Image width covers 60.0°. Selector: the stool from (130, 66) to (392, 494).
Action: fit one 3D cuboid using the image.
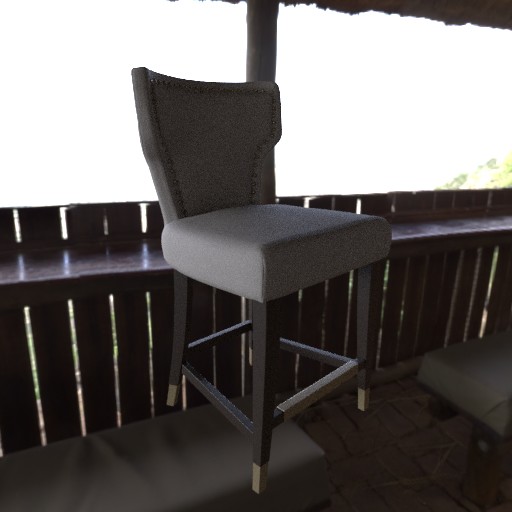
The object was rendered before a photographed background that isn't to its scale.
[{"bbox_3d":[0.000,0.000,1.256,0.527,0.982,0.563,-15,22,-43],"label":"stool"}]
